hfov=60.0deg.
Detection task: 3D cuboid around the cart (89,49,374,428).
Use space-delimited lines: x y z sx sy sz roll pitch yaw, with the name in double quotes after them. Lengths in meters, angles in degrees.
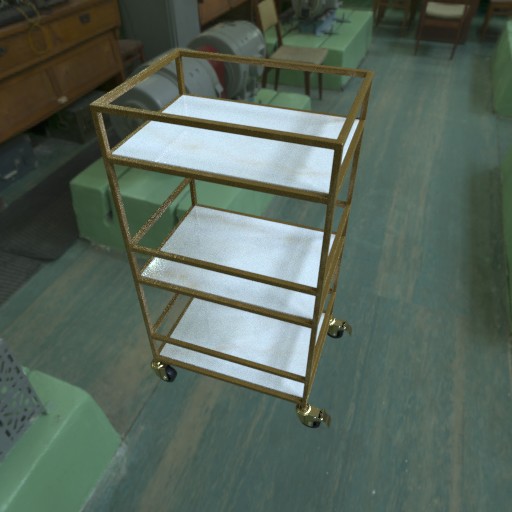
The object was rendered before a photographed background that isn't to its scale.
0.000 0.000 1.006 0.483 0.761 0.332 13 43 14 "cart"
